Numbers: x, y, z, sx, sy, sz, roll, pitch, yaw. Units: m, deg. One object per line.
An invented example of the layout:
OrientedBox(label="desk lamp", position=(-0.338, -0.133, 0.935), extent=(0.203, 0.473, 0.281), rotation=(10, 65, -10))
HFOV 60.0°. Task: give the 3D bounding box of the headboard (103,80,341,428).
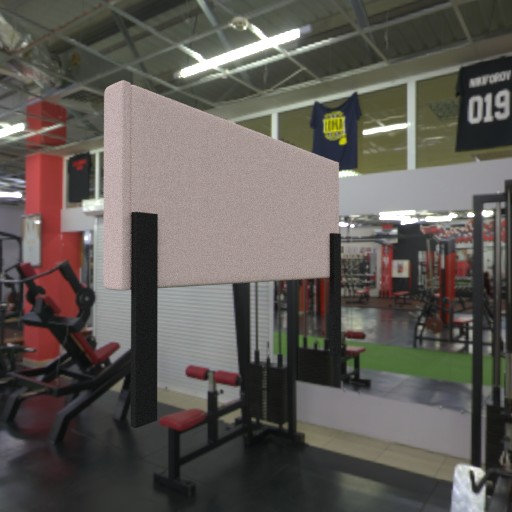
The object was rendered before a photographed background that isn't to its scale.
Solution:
OrientedBox(label="headboard", position=(0.000, 0.000, 2.775), extent=(0.184, 1.524, 2.051), rotation=(-1, -1, 38))
